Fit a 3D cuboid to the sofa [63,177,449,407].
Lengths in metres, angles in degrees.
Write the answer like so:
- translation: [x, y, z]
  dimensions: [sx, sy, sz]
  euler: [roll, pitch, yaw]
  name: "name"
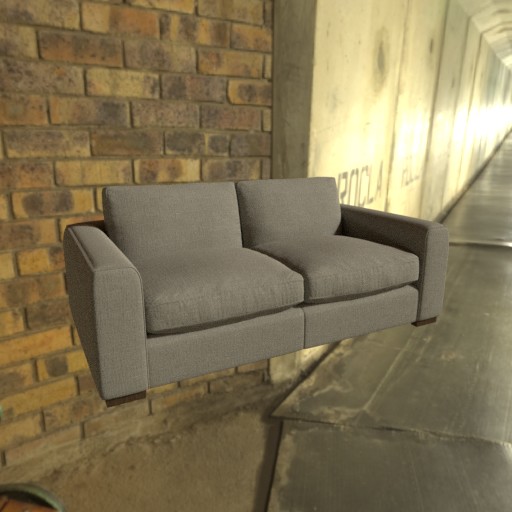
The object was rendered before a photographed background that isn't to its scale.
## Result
- translation: [0.000, 0.000, 2.495]
  dimensions: [1.920, 0.800, 1.069]
  euler: [-8, 16, -27]
  name: "sofa"
